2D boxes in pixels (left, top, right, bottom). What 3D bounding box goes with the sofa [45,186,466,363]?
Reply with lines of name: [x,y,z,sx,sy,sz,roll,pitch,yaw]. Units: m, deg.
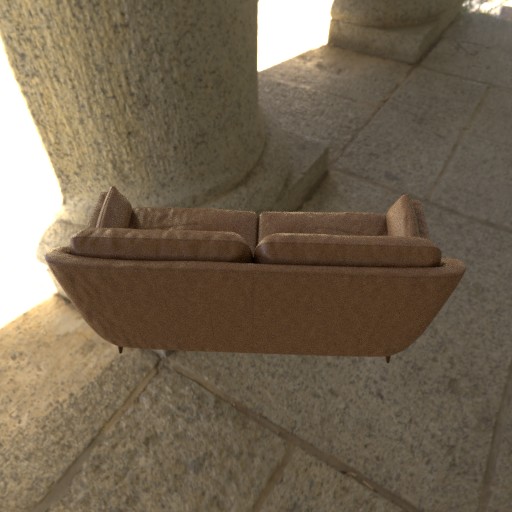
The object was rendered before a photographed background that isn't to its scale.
sofa: [0.000,0.000,2.414,1.902,0.839,0.904,2,47,2]
